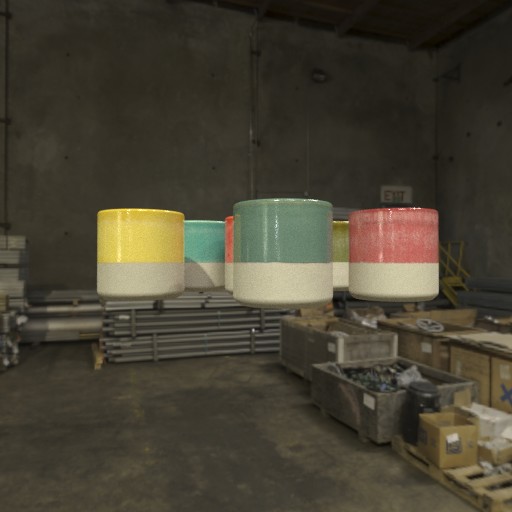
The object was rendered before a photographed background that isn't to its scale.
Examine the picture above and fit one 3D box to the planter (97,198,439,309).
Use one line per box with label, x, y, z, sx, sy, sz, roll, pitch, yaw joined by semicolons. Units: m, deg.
planter;0.000;0.000;0.425;0.286;0.075;0.257;0;-1;-19
